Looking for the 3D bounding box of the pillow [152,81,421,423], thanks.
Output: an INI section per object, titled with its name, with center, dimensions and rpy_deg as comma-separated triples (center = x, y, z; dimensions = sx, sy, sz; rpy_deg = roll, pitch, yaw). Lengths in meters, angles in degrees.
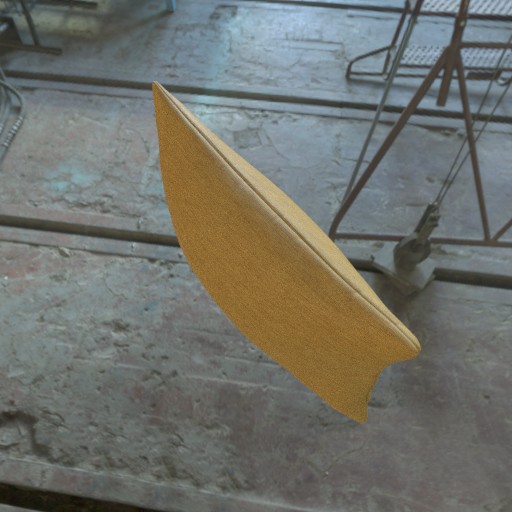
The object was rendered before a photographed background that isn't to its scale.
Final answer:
[pillow]
center = 0.000, 0.000, 0.794
dimensions = 0.210, 0.354, 0.634
rpy_deg = -32, 63, -19
